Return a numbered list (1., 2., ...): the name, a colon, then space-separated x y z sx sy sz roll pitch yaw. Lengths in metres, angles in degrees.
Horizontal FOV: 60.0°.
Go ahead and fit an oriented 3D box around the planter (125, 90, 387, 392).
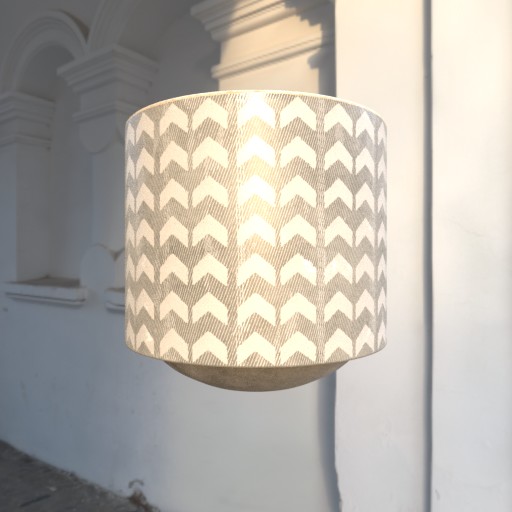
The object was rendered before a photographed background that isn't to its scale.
1. planter: 0.000 0.000 0.335 0.190 0.181 0.190 0 0 0
